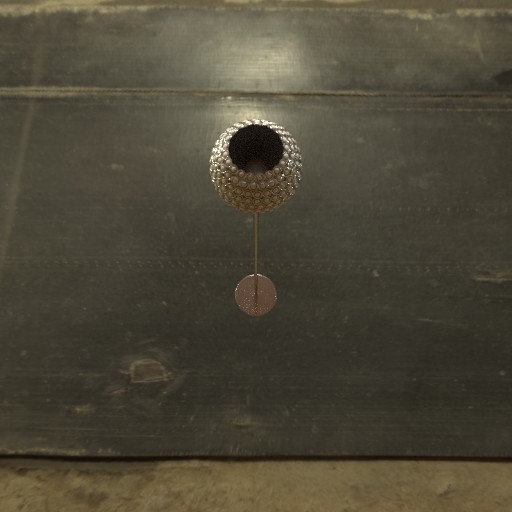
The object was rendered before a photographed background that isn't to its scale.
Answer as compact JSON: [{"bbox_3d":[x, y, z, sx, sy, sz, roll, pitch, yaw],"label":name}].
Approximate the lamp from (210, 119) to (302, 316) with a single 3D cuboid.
[{"bbox_3d":[0.000,0.000,1.875,0.254,1.805,0.254,0,74,0],"label":"lamp"}]
